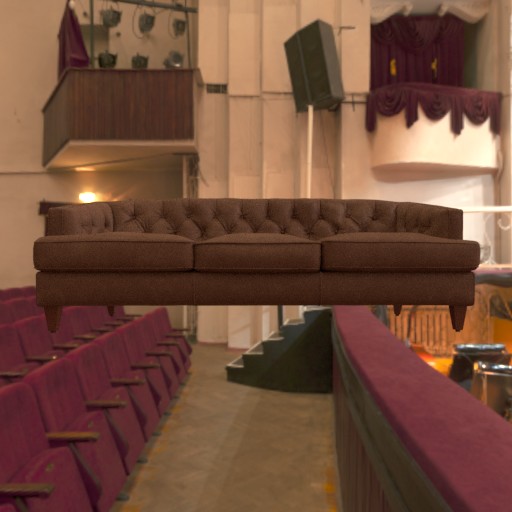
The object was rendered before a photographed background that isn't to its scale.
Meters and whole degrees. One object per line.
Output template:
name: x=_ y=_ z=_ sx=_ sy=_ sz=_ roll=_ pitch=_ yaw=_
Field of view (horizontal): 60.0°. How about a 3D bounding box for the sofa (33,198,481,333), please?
sofa: x=0.000 y=0.000 z=2.599 sx=2.227 sy=0.787 sz=0.927 roll=0 pitch=-1 yaw=-1
